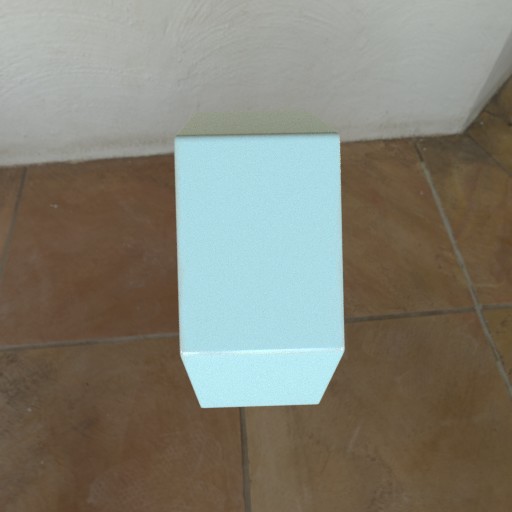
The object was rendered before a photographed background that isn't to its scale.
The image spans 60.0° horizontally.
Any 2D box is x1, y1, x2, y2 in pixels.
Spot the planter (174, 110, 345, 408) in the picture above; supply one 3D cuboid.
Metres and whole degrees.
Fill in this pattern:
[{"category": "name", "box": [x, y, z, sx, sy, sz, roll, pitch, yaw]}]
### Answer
[{"category": "planter", "box": [0.000, 0.000, 0.291, 0.078, 0.207, 0.169, -2, 57, -1]}]
